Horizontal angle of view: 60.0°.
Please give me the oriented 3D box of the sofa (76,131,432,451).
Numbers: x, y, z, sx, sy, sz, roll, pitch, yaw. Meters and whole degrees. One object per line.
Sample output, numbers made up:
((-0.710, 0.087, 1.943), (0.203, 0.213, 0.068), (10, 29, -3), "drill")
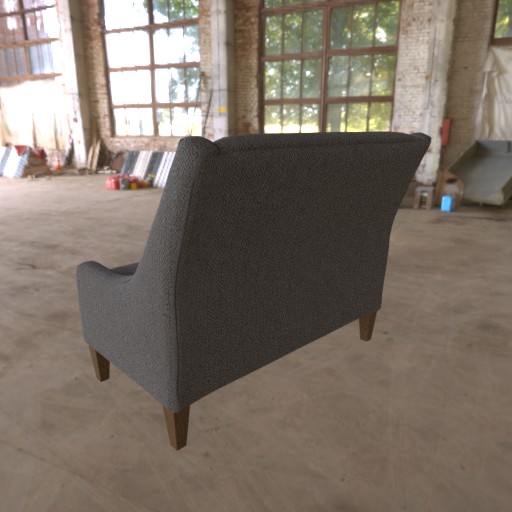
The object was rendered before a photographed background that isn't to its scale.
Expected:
((0.000, 0.000, 1.882), (1.242, 1.022, 0.873), (-15, 22, -41), "sofa")
